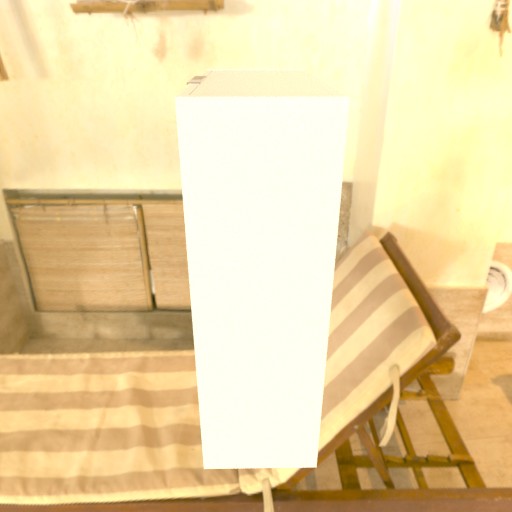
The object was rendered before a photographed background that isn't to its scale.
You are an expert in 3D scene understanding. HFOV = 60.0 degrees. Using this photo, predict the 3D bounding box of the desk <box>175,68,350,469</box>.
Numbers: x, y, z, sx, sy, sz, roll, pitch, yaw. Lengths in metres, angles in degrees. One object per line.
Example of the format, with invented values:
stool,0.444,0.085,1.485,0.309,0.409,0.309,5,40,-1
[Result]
desk,0.000,0.000,1.596,0.390,1.190,0.850,0,27,-1
